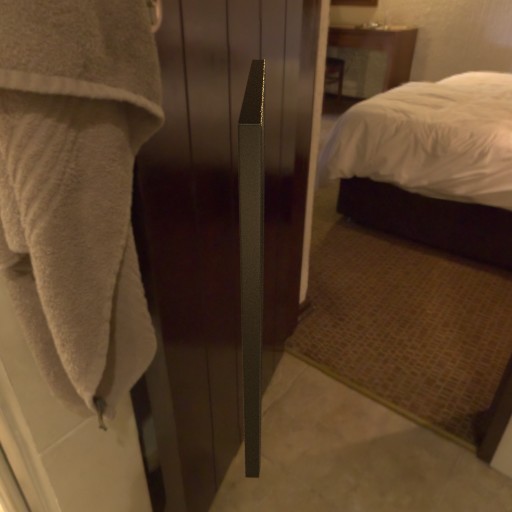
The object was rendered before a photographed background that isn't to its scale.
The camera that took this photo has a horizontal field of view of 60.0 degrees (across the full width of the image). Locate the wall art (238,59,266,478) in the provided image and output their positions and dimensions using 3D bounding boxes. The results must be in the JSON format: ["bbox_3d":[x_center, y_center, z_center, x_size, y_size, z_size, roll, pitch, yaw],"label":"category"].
[{"bbox_3d":[0.000,0.000,1.607,0.053,1.194,0.950,1,31,1],"label":"wall art"}]
